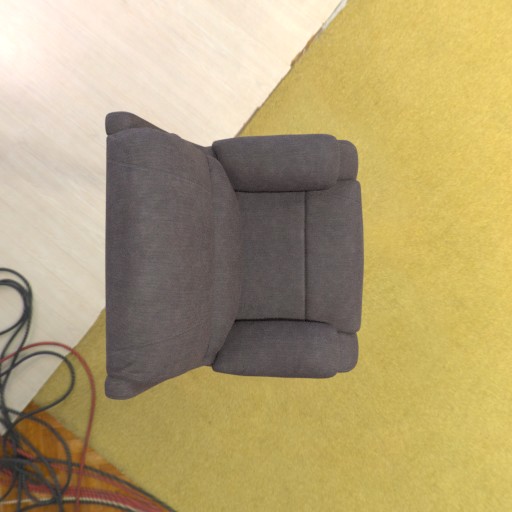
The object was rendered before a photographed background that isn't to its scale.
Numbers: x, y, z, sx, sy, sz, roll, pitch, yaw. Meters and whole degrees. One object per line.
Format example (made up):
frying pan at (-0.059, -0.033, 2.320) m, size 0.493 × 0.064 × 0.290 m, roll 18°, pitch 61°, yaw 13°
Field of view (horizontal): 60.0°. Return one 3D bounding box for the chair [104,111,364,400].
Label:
chair at (0.000, 0.000, 1.716) m, size 0.899 × 1.011 × 0.930 m, roll 0°, pitch 90°, yaw 1°
